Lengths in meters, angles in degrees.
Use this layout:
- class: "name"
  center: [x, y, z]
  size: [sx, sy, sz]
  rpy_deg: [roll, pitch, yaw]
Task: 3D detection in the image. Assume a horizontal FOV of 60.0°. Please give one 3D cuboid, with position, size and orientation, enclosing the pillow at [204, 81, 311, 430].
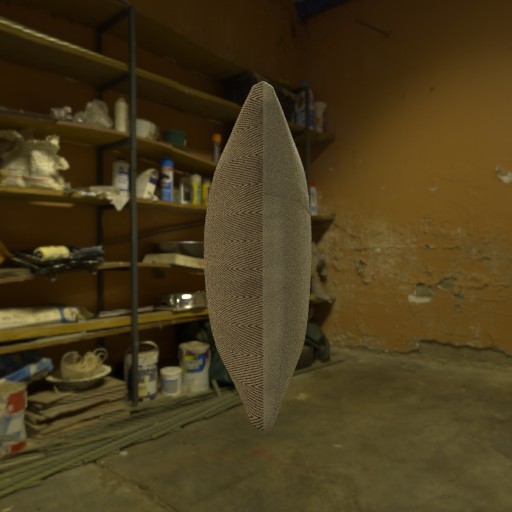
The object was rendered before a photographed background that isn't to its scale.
- class: "pillow"
  center: [0.000, 0.000, 0.630]
  size: [0.139, 0.305, 0.506]
  rpy_deg: [0, 0, -1]
